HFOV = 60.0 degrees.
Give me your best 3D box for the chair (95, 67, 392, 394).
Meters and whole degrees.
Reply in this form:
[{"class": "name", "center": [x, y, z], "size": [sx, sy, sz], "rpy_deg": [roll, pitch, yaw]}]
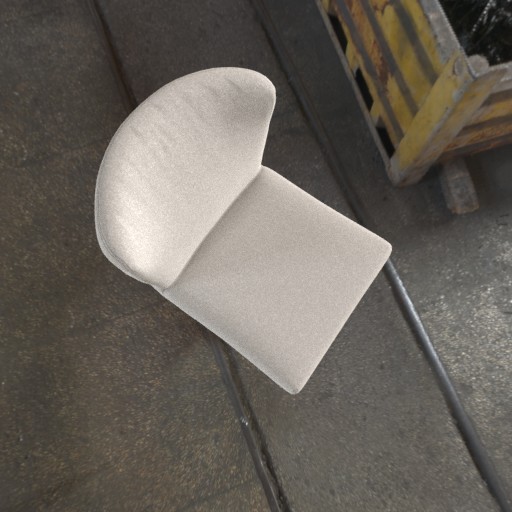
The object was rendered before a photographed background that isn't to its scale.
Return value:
[{"class": "chair", "center": [0.000, 0.000, 1.196], "size": [0.592, 0.839, 0.491], "rpy_deg": [34, 77, 9]}]
